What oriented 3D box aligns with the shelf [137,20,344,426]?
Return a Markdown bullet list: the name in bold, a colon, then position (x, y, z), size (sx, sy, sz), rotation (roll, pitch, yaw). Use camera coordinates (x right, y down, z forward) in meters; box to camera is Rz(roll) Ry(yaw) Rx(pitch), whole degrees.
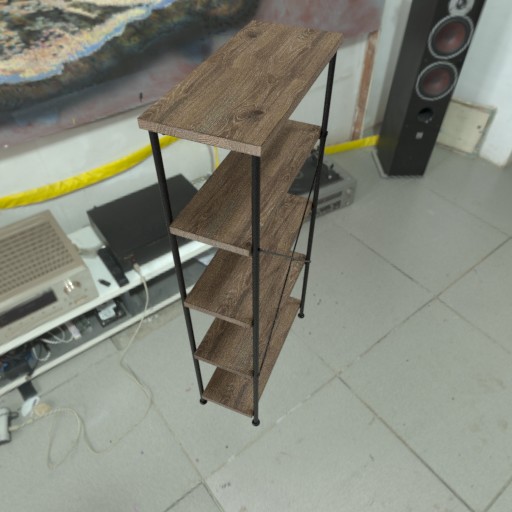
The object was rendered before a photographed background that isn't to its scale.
- **shelf**: position (0.000, 0.000, 2.010), size (0.360, 1.700, 0.800), rotation (17, 49, 15)
